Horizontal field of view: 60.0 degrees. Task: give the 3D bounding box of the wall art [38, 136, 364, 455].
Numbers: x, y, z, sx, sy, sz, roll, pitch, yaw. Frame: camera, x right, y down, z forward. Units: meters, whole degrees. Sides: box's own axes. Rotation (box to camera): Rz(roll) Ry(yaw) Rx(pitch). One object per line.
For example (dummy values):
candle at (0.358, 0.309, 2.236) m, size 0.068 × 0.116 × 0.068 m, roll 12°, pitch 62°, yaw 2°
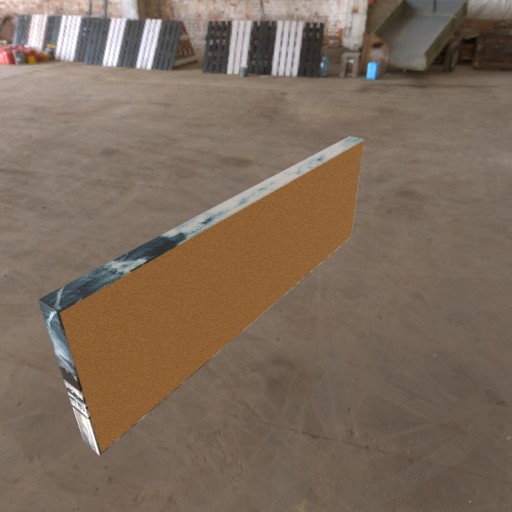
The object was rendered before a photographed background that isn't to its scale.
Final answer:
wall art at (0.000, 0.000, 0.806) m, size 0.037 × 0.251 × 0.759 m, roll 22°, pitch 38°, yaw 31°
